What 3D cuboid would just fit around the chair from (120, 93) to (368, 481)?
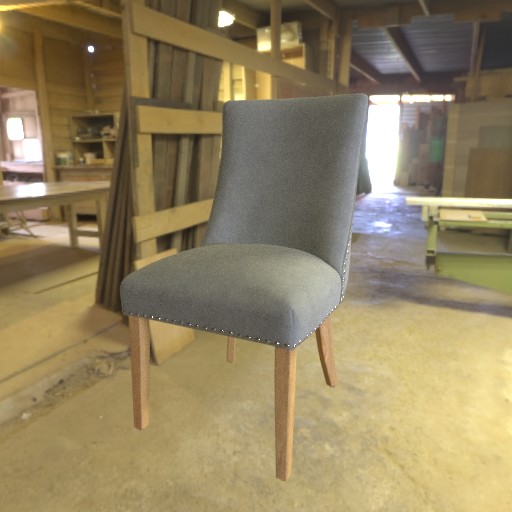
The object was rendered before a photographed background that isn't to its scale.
[{"bbox_3d":[0.000,0.000,1.258,0.495,0.902,0.610,7,15,26],"label":"chair"}]
